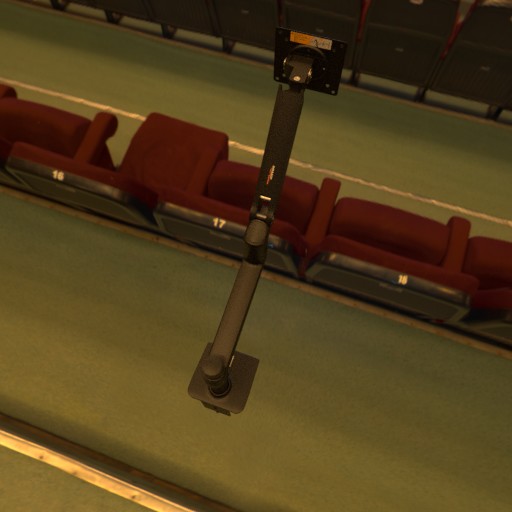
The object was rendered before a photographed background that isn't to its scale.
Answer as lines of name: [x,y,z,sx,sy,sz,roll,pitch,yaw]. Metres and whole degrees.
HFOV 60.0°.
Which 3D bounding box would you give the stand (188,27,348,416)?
stand: [0.000,0.000,1.047,0.152,0.713,0.650,17,64,9]
